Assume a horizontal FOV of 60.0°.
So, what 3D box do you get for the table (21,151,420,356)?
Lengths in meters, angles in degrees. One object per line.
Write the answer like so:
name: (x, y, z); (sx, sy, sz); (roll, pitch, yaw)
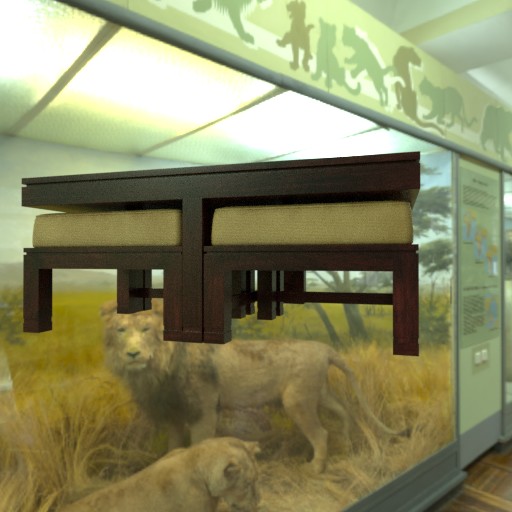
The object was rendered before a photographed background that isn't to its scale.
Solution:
table: (0.000, 0.000, 1.307); (0.865, 0.356, 0.865); (0, 0, 17)
